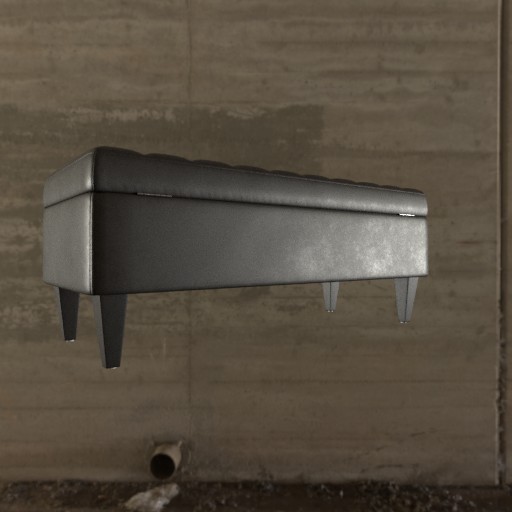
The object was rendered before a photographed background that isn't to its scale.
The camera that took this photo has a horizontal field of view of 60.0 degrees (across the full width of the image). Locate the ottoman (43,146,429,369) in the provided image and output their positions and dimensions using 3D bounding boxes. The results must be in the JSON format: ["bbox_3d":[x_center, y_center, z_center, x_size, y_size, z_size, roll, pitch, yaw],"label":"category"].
[{"bbox_3d":[0.000,0.000,1.389,1.151,0.469,0.482,0,1,-36],"label":"ottoman"}]
